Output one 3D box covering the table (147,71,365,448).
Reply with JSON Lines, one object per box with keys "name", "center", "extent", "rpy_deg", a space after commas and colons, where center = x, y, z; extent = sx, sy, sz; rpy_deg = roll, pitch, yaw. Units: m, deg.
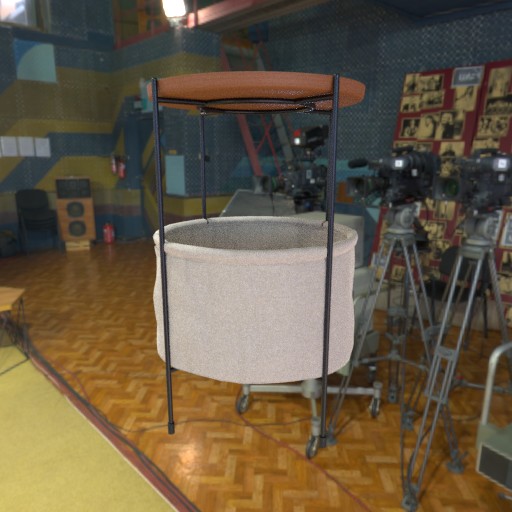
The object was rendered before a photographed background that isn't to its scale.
{"name": "table", "center": [0.000, 0.000, 0.875], "extent": [0.393, 0.623, 0.393], "rpy_deg": [2, 13, 8]}
